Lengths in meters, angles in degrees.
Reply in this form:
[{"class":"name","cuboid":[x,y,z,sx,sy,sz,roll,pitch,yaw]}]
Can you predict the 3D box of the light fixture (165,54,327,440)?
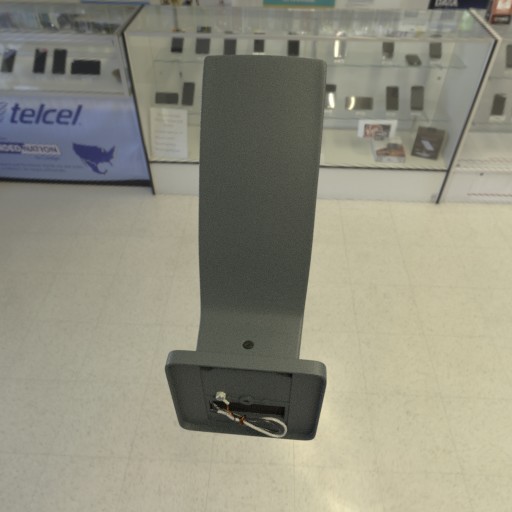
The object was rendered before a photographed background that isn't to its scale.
[{"class":"light fixture","cuboid":[0.000,0.000,0.330,0.108,0.243,0.174,4,44,4]}]
